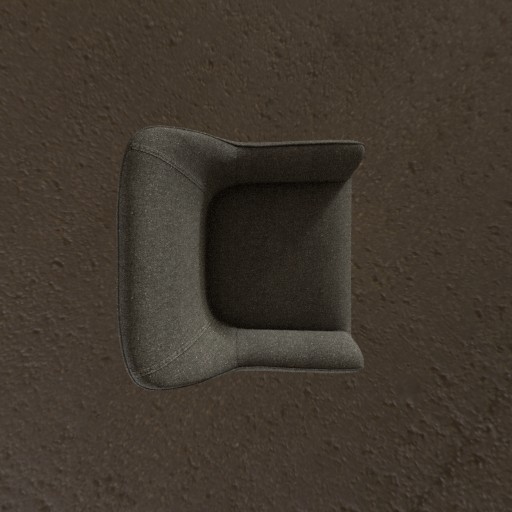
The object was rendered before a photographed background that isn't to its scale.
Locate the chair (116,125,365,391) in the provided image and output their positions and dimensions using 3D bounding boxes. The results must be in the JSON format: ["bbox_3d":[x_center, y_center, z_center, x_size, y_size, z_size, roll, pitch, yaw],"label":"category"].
[{"bbox_3d":[0.000,0.000,1.173,0.519,0.803,0.543,0,91,-2],"label":"chair"}]
